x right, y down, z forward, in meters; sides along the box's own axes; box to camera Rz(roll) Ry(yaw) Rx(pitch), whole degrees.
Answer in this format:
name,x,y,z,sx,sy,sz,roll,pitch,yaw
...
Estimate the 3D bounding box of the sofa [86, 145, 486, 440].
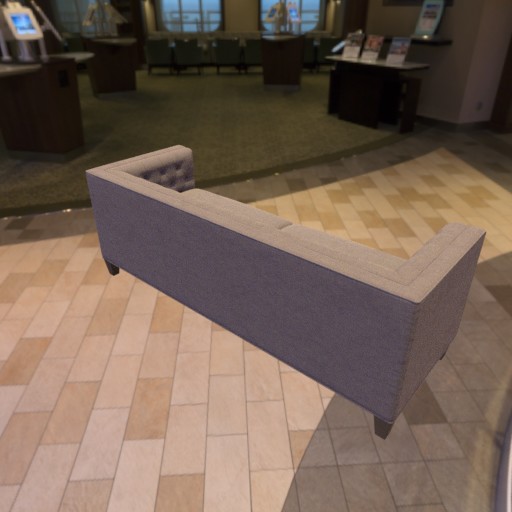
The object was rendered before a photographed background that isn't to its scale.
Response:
name,x,y,z,sx,sy,sz,roll,pitch,yaw
sofa,0.000,0.000,2.587,2.159,0.762,0.775,23,37,34
